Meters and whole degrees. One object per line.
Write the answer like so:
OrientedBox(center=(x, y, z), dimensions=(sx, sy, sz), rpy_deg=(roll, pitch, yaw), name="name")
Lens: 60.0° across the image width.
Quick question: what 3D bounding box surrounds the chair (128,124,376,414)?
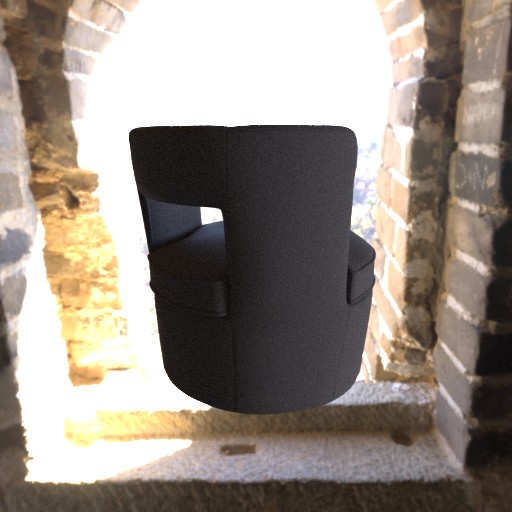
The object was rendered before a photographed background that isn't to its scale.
OrientedBox(center=(0.000, 0.000, 1.293), dimensions=(0.660, 0.719, 0.689), rpy_deg=(-13, 20, -41), name="chair")
